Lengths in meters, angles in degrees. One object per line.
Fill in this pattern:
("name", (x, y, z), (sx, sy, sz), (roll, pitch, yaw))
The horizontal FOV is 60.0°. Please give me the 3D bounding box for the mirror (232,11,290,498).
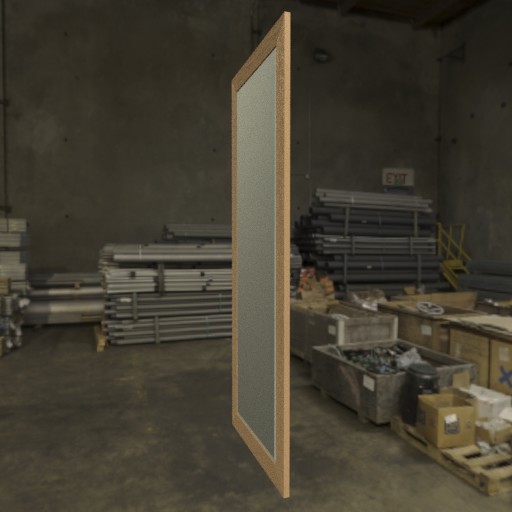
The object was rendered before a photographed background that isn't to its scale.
("mirror", (0.000, 0.000, 2.238), (0.026, 2.031, 0.812), (-1, 2, -19))
